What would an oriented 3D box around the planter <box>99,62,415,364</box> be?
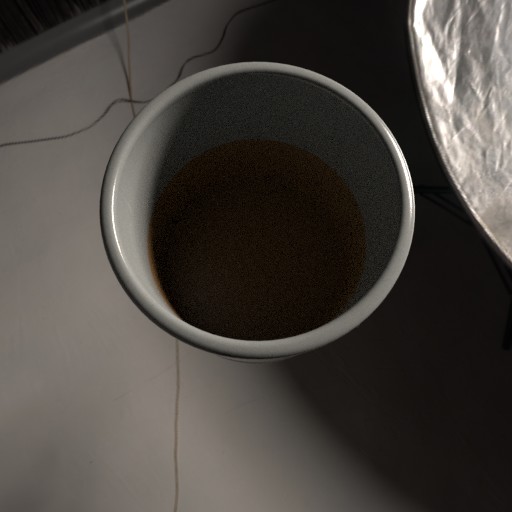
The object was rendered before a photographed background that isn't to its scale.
[{"bbox_3d":[0.000,0.000,0.626,0.310,0.432,0.310,-32,78,-7],"label":"planter"}]
